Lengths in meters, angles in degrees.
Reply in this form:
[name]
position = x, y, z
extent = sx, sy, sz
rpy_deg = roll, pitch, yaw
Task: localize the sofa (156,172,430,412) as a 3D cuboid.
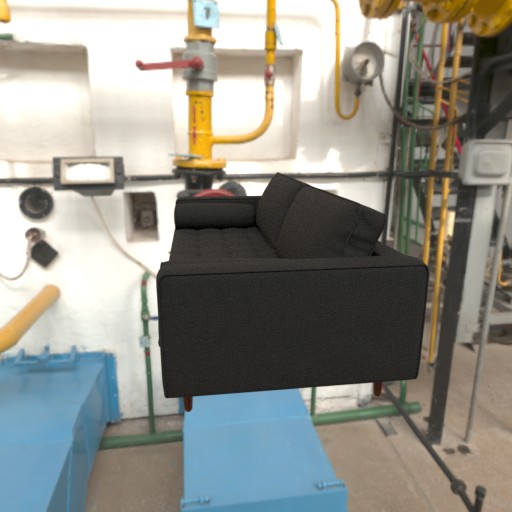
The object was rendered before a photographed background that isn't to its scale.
[sofa]
position = 0.000, 0.000, 2.335
extent = 0.914, 0.759, 1.875
rpy_deg = -2, 15, -8
